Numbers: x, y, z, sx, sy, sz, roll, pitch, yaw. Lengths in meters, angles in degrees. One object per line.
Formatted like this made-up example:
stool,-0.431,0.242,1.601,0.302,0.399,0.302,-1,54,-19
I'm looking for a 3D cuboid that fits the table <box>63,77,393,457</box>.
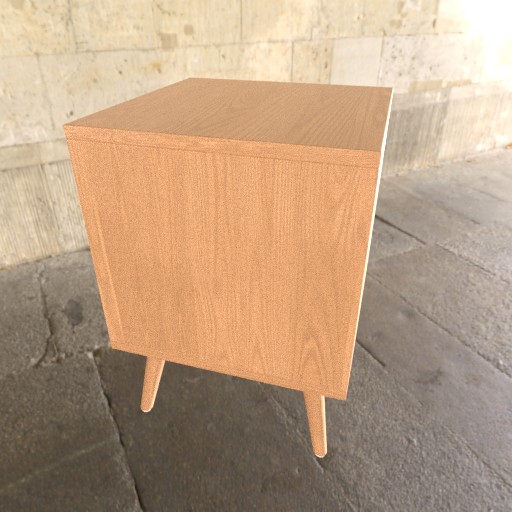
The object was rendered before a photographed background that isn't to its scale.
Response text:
table,0.000,0.000,0.826,0.400,0.550,0.400,9,32,14
